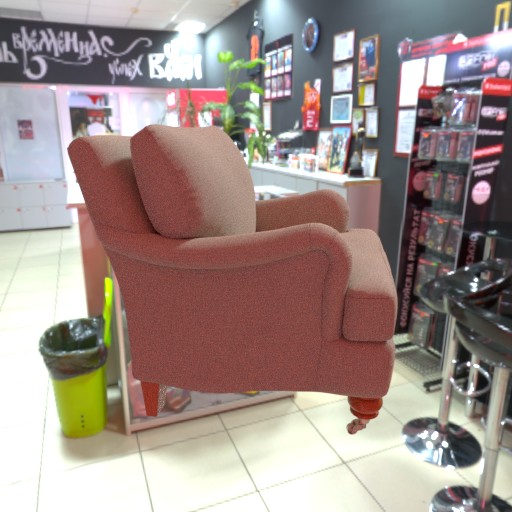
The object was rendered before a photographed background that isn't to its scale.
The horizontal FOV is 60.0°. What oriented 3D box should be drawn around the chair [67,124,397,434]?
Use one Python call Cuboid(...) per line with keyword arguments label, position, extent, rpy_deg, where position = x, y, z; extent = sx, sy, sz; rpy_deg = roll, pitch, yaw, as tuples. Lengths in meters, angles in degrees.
Cuboid(label="chair", position=(0.000, 0.000, 1.833), extent=(1.070, 1.038, 0.955), rpy_deg=(3, 16, 10))
